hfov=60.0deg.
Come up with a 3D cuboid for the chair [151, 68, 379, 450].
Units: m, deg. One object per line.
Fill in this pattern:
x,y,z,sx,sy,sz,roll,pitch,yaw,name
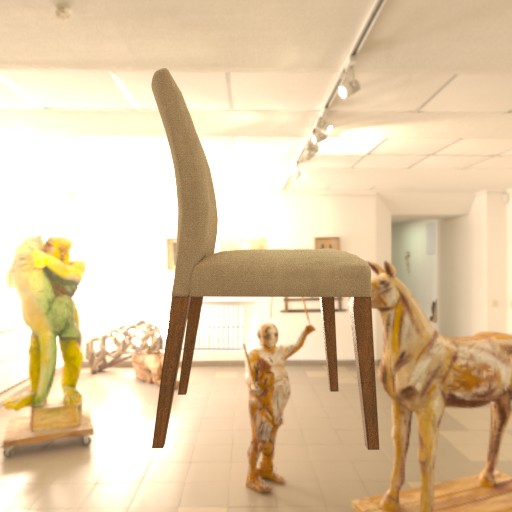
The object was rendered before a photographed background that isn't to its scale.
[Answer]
0.000,0.000,1.315,0.585,0.940,0.496,0,0,-1,chair
